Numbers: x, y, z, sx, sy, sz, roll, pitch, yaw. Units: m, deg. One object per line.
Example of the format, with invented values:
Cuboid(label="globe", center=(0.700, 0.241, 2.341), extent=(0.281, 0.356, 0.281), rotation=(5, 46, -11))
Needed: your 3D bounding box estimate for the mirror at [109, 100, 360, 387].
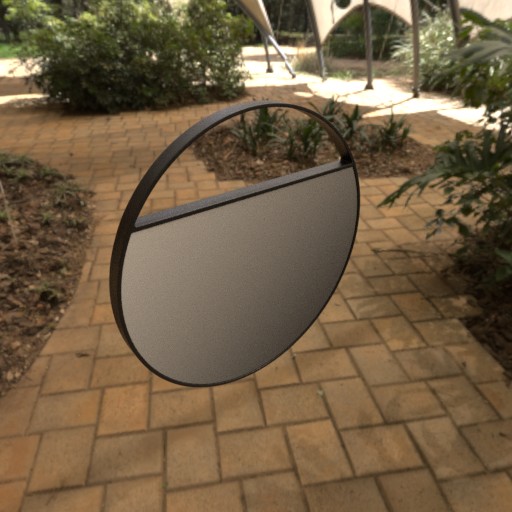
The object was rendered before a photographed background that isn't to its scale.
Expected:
Cuboid(label="mirror", center=(0.000, 0.000, 0.850), extent=(0.565, 0.565, 0.032), rotation=(-22, 36, -33))
